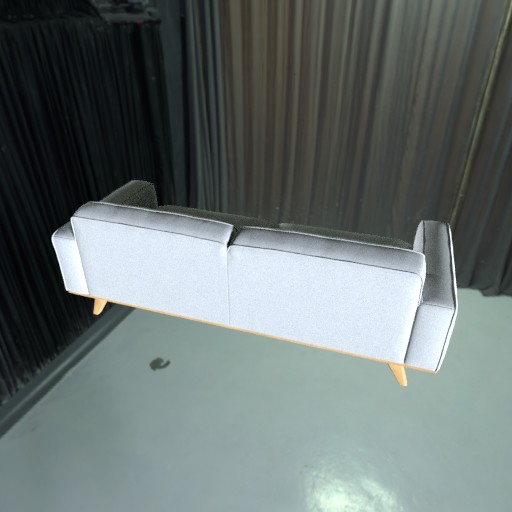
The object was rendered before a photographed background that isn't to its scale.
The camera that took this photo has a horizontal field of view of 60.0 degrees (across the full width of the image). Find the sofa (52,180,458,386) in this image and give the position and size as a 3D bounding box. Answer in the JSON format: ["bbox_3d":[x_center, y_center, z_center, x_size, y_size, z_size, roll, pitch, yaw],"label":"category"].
[{"bbox_3d":[0.000,0.000,2.765,2.270,0.781,0.956,10,33,15],"label":"sofa"}]
